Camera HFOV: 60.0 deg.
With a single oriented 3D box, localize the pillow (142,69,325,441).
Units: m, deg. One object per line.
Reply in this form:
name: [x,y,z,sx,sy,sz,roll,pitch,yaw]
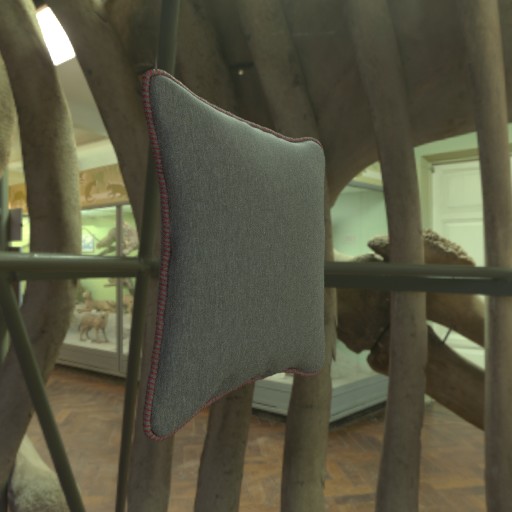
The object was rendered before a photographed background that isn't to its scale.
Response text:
pillow: [0.000,0.000,0.757,0.124,0.491,0.482,0,0,37]
